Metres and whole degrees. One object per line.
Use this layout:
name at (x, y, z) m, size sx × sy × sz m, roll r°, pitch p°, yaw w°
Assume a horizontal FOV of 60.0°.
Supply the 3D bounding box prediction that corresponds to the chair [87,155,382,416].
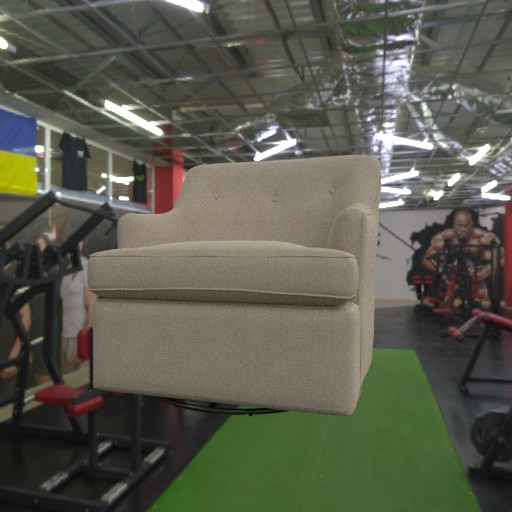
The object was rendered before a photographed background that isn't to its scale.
chair at (0.000, 0.000, 1.610) m, size 0.864 × 0.856 × 0.923 m, roll 0°, pitch 0°, yaw 17°
